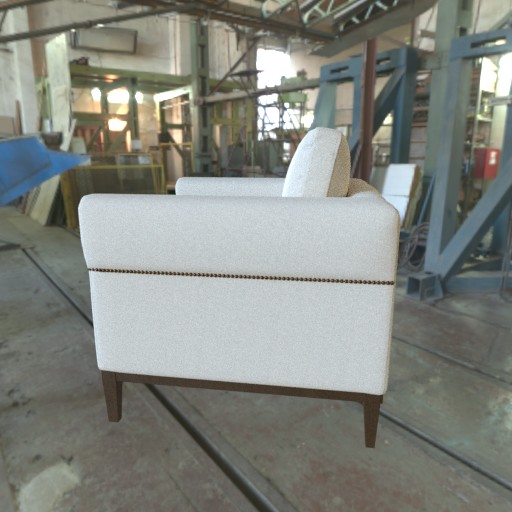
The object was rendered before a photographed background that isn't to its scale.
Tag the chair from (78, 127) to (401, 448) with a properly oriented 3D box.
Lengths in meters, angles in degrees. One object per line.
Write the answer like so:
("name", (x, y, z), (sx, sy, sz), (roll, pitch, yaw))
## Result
("chair", (0.000, 0.000, 1.686), (0.896, 0.915, 0.982), (2, 14, 9))
